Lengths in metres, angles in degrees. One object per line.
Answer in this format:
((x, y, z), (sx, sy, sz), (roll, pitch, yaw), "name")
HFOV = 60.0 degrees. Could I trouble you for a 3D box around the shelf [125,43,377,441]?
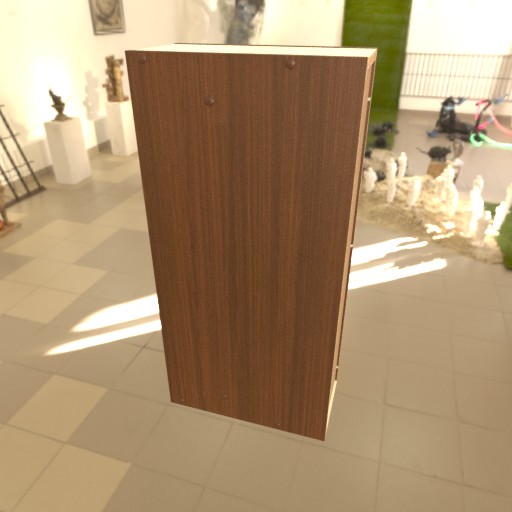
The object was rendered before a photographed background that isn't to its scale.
((0.000, 0.000, 0.707), (0.290, 0.600, 0.147), (9, 30, 15), "shelf")
